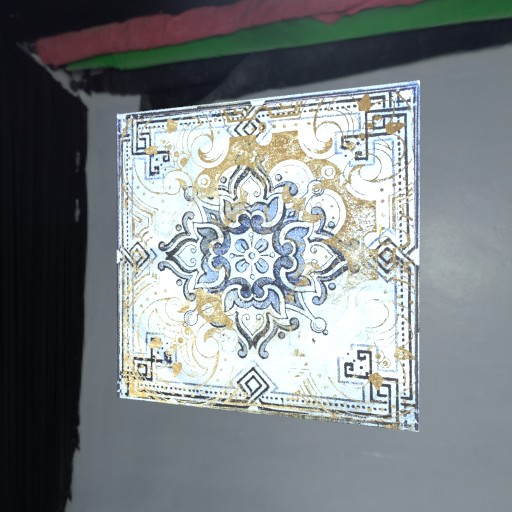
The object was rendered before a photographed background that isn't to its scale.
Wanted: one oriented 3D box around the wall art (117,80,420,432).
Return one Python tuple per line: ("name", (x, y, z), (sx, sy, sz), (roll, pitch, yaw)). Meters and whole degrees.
("wall art", (0.000, 0.000, 0.596), (0.411, 0.410, 0.038), (0, 0, 18))
